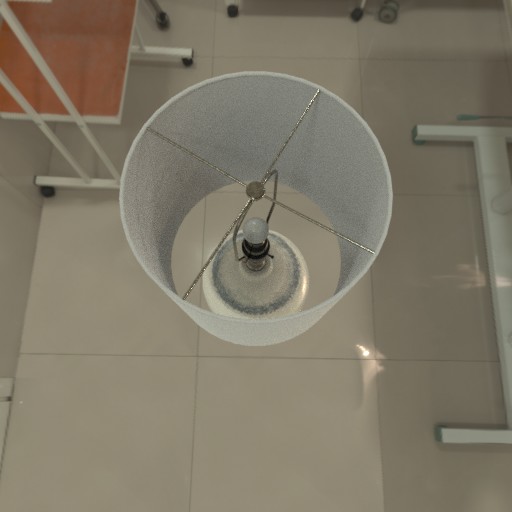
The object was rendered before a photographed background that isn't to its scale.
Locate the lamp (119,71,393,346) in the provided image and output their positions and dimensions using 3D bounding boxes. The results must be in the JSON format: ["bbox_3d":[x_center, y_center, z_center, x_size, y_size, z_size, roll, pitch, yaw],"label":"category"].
[{"bbox_3d":[0.000,0.000,0.546,0.216,0.404,0.216,1,74,0],"label":"lamp"}]
